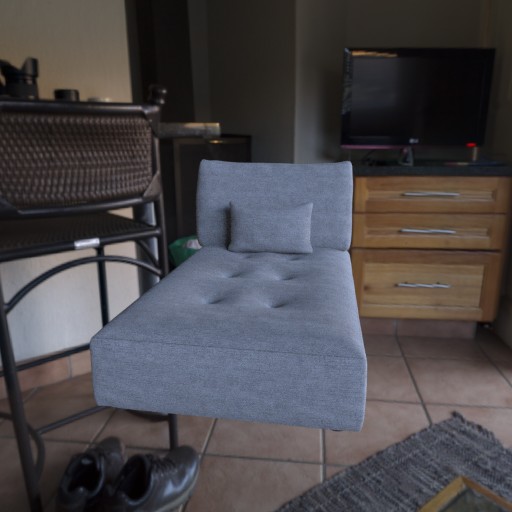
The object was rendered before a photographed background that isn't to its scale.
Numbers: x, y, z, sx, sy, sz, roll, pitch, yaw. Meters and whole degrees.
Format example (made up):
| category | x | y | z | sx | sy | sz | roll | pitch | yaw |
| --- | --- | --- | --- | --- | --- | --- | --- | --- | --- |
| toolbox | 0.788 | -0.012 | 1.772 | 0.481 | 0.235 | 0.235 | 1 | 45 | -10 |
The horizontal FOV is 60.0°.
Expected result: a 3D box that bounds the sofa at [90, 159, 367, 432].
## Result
| category | x | y | z | sx | sy | sz | roll | pitch | yaw |
| --- | --- | --- | --- | --- | --- | --- | --- | --- | --- |
| sofa | 0.000 | 0.000 | 2.044 | 0.930 | 0.820 | 1.450 | 2 | 14 | 9 |
